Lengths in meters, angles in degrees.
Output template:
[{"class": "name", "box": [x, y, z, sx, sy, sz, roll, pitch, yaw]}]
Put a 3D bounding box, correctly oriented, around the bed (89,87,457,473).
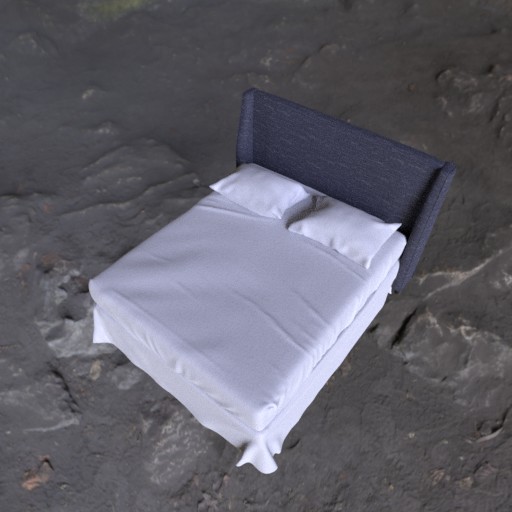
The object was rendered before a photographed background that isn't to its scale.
[{"class": "bed", "box": [0.000, 0.000, 3.445, 1.925, 1.332, 2.276, 30, 54, 25]}]
